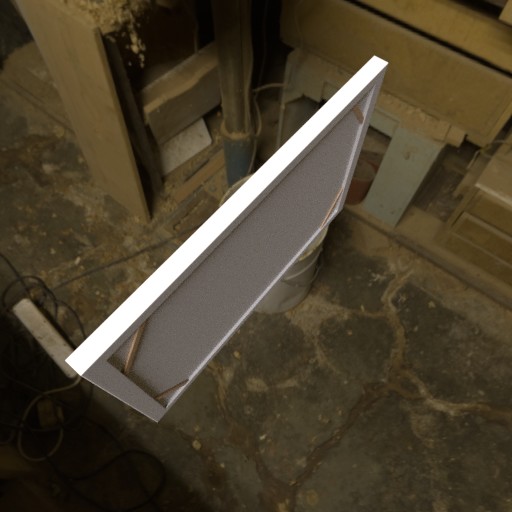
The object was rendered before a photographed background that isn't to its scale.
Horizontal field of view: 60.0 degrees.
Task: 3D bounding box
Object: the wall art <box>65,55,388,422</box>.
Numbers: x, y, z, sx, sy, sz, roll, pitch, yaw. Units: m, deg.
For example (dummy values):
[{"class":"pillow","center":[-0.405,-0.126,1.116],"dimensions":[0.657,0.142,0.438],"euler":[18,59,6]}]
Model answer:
[{"class":"wall art","center":[0.000,0.000,1.132],"dimensions":[0.038,0.609,0.914],"euler":[36,68,17]}]
